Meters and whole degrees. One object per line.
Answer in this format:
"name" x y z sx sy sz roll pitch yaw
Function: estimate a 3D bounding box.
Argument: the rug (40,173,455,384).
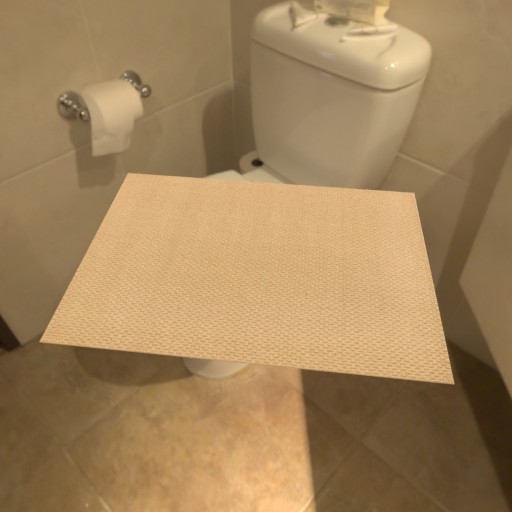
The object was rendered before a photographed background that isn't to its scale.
"rug" 0.000 0.000 2.790 2.144 0.013 1.509 5 47 4
